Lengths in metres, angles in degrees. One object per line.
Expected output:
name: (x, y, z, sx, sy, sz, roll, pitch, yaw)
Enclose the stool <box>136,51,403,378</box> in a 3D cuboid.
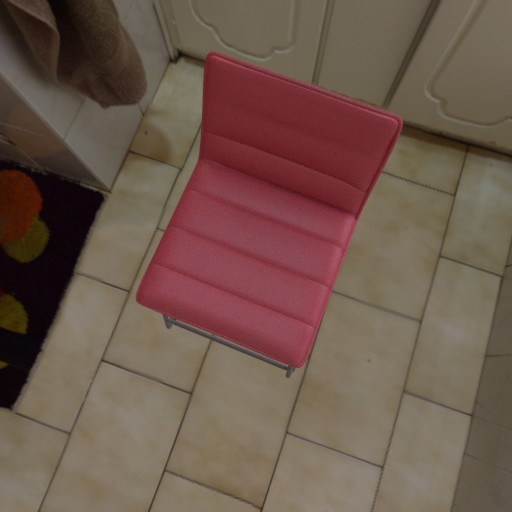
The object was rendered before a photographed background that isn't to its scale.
stool: (0.000, 0.000, 1.169, 0.489, 0.866, 0.524, 21, 78, 5)
